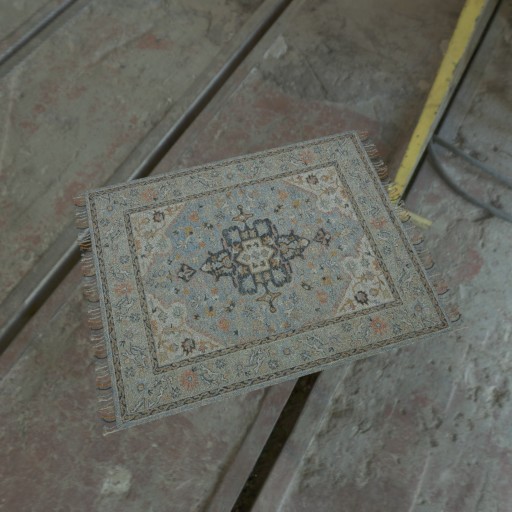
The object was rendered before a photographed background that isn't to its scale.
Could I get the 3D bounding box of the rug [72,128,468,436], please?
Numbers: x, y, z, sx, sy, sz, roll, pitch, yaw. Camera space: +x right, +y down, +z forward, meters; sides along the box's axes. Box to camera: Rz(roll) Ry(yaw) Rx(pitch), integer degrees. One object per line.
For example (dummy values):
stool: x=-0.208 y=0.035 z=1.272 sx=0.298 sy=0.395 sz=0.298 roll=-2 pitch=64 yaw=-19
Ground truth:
rug: x=0.000 y=0.000 z=4.196 sx=3.221 sy=0.011 sz=2.379 roll=-14 pitch=65 yaw=-7
